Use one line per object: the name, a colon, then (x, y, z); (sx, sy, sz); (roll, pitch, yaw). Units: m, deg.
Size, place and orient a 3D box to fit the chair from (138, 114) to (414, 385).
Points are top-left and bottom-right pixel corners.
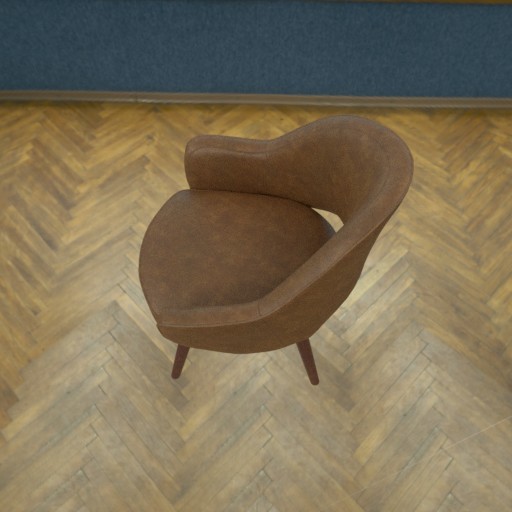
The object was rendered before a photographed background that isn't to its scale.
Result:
chair: (0.000, 0.000, 1.232); (0.640, 0.777, 0.591); (2, 57, 1)
